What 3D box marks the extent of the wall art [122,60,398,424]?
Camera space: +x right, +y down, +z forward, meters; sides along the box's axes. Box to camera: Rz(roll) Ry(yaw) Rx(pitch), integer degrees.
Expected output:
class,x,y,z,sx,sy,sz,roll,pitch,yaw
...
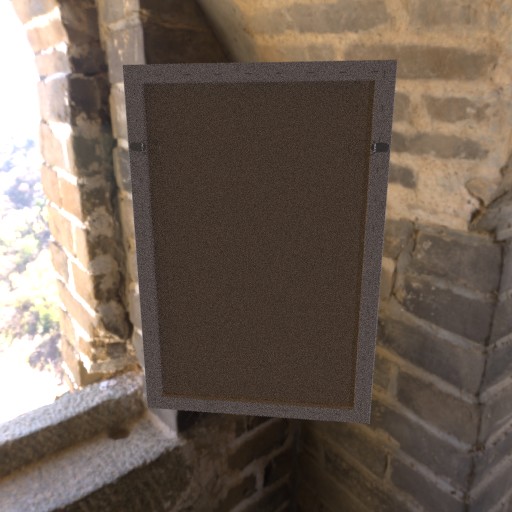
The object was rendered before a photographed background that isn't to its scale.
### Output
class,x,y,z,sx,sy,sz,roll,pitch,yaw
wall art,0.000,0.000,1.136,0.624,0.914,0.043,2,15,7
